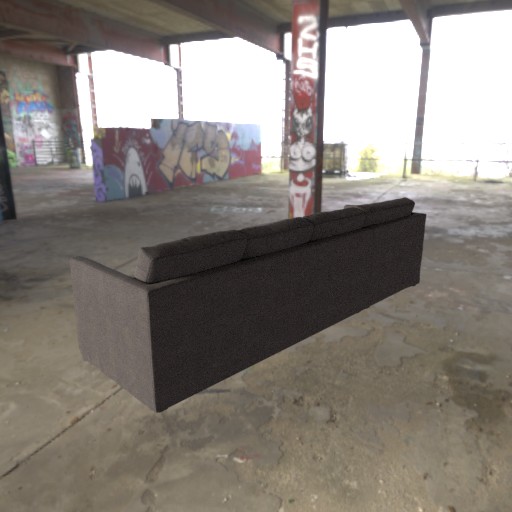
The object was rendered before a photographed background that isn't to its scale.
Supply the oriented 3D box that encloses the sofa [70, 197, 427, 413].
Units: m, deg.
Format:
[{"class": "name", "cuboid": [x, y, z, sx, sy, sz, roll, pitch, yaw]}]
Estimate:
[{"class": "sofa", "cuboid": [0.000, 0.000, 3.921, 1.650, 0.922, 3.205, 15, 21, 43]}]
